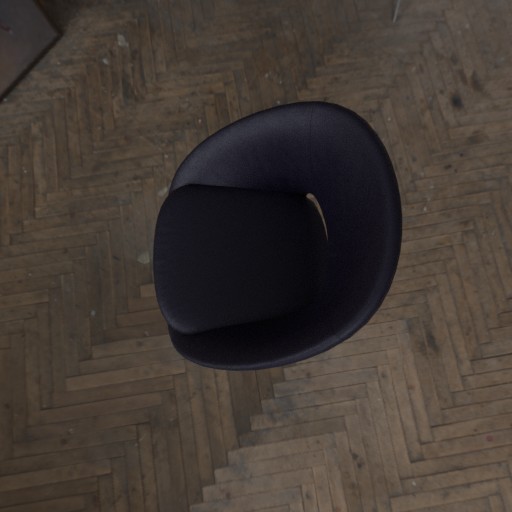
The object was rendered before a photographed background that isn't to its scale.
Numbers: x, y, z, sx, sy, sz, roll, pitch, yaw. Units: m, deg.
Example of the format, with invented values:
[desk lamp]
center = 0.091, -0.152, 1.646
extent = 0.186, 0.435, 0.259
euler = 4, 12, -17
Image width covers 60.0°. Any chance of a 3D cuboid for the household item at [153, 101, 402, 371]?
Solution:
[household item]
center = 0.000, 0.000, 1.255
extent = 0.573, 0.852, 0.623
euler = -3, 76, -1
